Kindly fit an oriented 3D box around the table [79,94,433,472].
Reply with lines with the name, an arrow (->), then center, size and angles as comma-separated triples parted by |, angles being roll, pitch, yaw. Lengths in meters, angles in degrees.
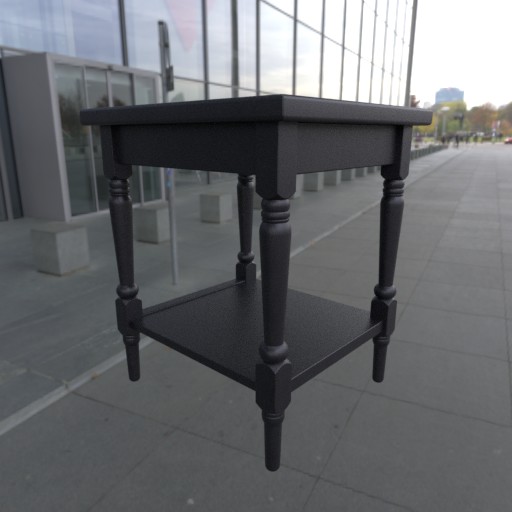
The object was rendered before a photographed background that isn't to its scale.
table -> 0.000, 0.000, 0.896 | 0.488, 0.565, 0.442 | 14, 20, 41
